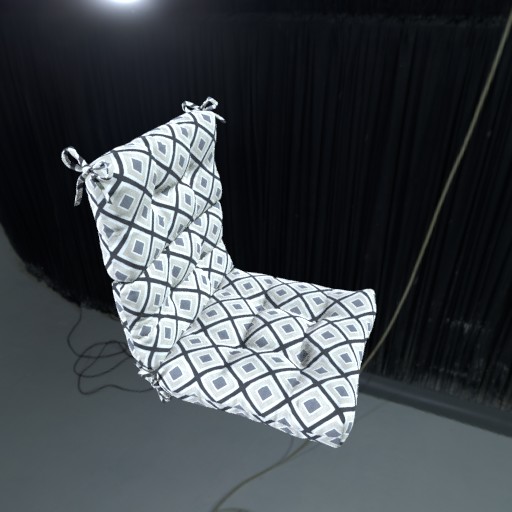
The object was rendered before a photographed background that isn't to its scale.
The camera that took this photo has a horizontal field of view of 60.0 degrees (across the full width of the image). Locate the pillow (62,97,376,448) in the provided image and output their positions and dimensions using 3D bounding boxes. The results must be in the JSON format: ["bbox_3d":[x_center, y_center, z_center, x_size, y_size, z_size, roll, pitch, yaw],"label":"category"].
[{"bbox_3d":[0.000,0.000,1.038,0.571,0.605,0.519,11,33,17],"label":"pillow"}]
